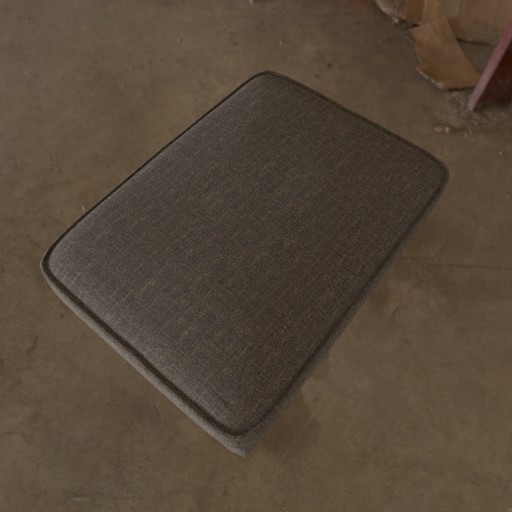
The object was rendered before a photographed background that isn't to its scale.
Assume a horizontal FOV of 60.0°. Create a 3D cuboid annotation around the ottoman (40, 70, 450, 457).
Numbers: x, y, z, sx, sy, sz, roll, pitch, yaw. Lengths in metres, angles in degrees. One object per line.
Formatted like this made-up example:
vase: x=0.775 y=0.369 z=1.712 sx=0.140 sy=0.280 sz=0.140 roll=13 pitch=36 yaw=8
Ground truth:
ottoman: x=0.000 y=0.000 z=1.068 sx=0.549 sy=0.450 sz=0.749 roll=35 pitch=67 yaw=17
